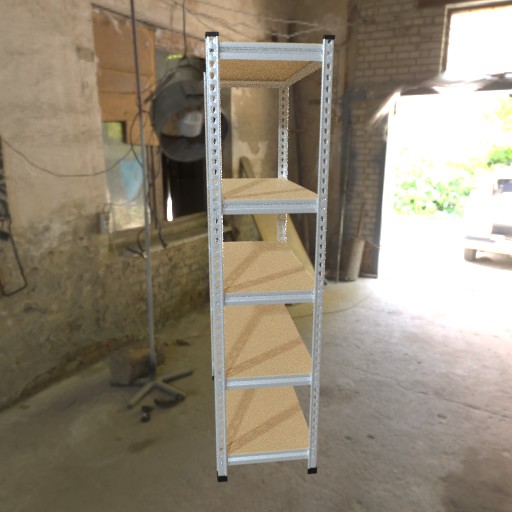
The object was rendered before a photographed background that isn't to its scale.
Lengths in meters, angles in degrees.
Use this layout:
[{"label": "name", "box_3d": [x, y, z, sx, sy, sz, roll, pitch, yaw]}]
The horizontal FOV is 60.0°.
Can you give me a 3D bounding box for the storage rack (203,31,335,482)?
[{"label": "storage rack", "box_3d": [0.000, 0.000, 2.200, 0.457, 1.829, 0.914, -2, 15, -7]}]
